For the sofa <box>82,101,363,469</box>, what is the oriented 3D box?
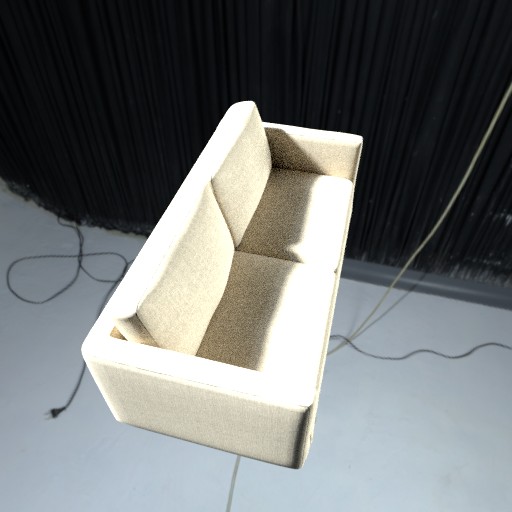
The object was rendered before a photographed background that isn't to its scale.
[{"bbox_3d":[0.000,0.000,2.440,0.950,0.963,1.884,11,47,10],"label":"sofa"}]
